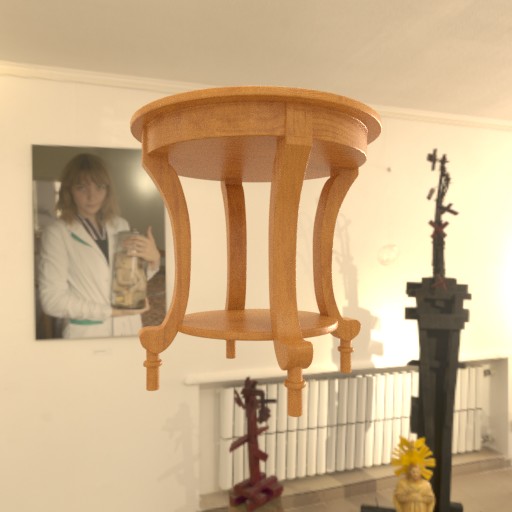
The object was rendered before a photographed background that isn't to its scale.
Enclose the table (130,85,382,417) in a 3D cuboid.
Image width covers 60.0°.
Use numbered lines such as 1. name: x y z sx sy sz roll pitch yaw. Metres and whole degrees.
1. table: 0.000 0.000 1.092 0.597 0.612 0.597 0 0 0
